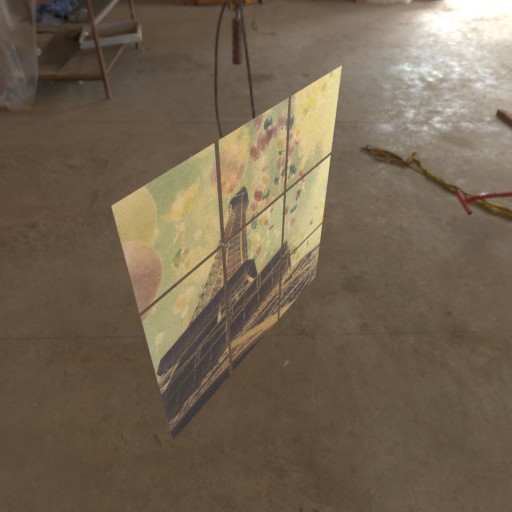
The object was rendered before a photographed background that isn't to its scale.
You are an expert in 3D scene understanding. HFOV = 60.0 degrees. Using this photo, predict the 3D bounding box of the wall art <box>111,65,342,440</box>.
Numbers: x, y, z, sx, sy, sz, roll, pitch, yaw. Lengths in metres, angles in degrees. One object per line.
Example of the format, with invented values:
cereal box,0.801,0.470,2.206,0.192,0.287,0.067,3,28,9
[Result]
wall art,0.000,0.000,2.299,0.002,1.505,1.517,25,47,26
